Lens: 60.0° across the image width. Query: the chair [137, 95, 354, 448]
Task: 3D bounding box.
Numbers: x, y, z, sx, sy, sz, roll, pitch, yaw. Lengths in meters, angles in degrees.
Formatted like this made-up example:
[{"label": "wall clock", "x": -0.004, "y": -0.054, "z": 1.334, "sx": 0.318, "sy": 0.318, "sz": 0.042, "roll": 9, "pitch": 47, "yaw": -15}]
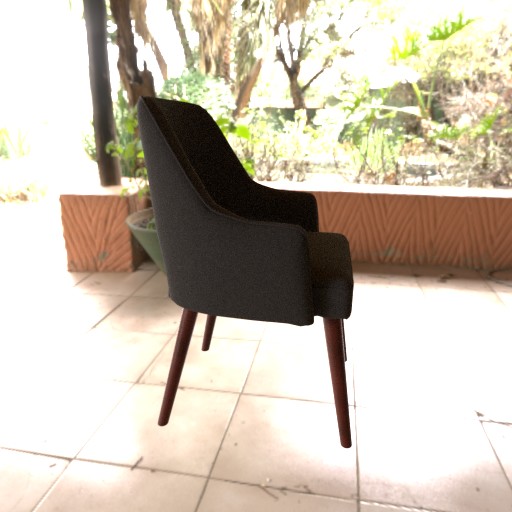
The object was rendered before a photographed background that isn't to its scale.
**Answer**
[{"label": "chair", "x": 0.000, "y": 0.000, "z": 1.237, "sx": 0.560, "sy": 0.838, "sz": 0.559, "roll": 3, "pitch": 17, "yaw": 9}]
